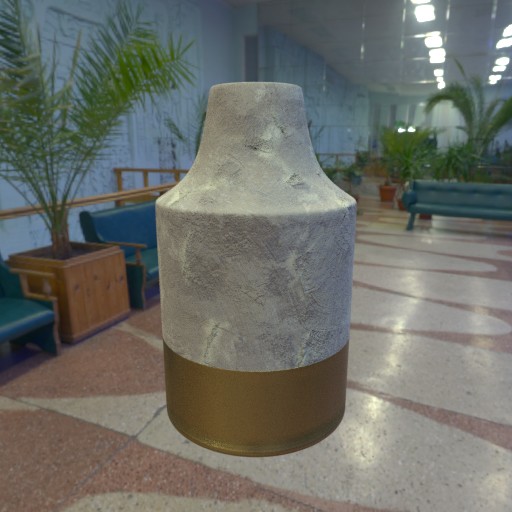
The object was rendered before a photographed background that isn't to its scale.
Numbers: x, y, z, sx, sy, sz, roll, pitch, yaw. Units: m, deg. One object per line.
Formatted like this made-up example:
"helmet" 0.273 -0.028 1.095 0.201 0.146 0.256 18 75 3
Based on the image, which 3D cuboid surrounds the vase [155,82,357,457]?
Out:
"vase" 0.000 0.000 0.426 0.184 0.305 0.184 0 15 0
